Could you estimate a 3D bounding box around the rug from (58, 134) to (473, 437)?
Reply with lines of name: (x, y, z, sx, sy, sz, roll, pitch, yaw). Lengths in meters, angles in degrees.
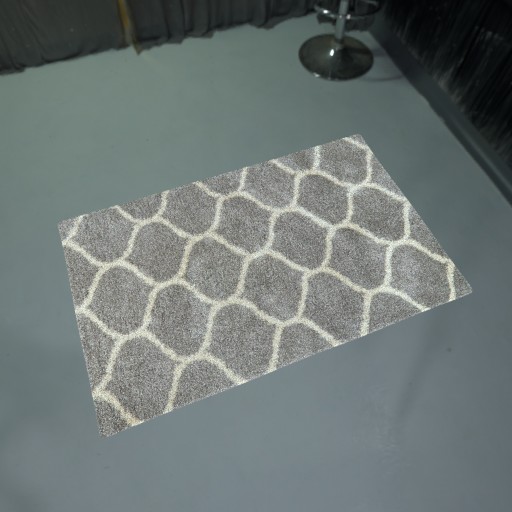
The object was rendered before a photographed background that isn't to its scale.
rug: (0.000, 0.000, 2.918, 2.348, 0.025, 1.501, -19, 60, -11)
